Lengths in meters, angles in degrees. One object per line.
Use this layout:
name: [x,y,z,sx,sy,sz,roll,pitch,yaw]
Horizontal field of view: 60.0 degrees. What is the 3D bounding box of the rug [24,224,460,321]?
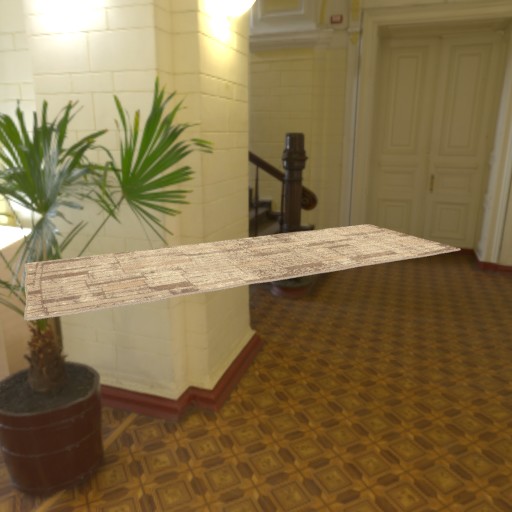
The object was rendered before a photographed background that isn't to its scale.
rug: [0.000,0.000,2.554,2.383,0.018,0.857,-8,17,-26]
